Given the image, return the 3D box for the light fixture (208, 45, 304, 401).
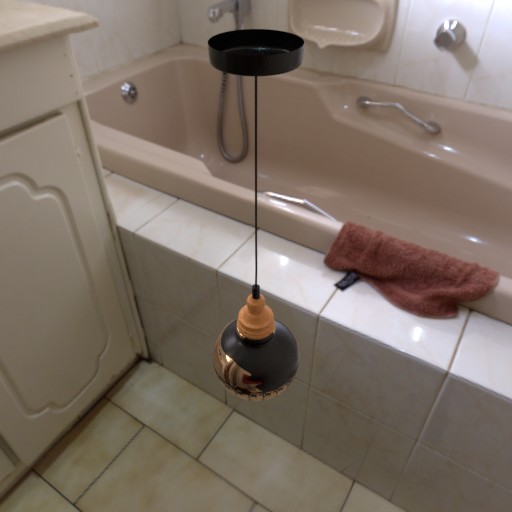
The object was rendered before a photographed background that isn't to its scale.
[{"bbox_3d":[0.000,0.000,1.784,0.430,1.606,0.430,24,46,26],"label":"light fixture"}]
